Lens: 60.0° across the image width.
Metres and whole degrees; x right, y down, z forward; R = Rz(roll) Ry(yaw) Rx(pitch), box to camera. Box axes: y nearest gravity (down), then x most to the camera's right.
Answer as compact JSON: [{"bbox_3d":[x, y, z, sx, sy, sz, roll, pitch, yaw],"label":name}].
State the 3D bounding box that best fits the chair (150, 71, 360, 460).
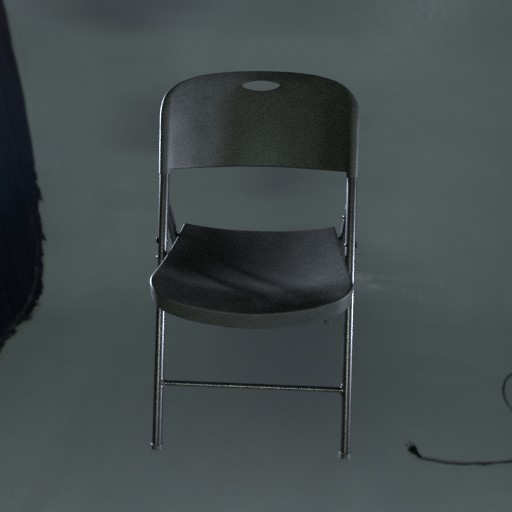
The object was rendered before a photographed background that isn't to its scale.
[{"bbox_3d":[0.000,0.000,1.127,0.494,0.810,0.566,2,29,3],"label":"chair"}]
